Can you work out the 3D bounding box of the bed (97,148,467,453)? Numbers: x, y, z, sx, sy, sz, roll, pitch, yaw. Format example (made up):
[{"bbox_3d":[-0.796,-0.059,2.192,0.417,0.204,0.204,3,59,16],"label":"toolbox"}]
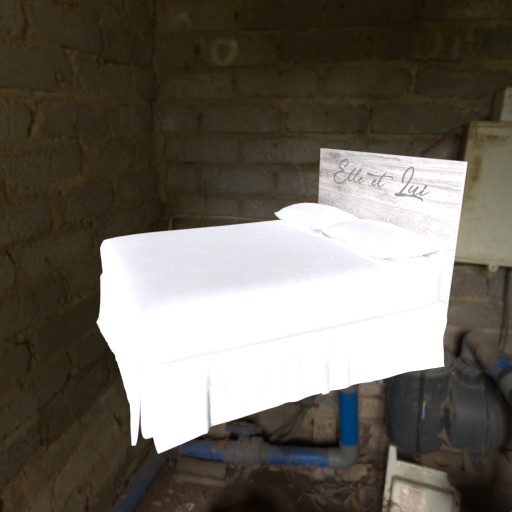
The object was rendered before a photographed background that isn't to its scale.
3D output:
[{"bbox_3d":[0.000,0.000,3.099,2.094,1.335,1.745,-7,18,-23],"label":"bed"}]
